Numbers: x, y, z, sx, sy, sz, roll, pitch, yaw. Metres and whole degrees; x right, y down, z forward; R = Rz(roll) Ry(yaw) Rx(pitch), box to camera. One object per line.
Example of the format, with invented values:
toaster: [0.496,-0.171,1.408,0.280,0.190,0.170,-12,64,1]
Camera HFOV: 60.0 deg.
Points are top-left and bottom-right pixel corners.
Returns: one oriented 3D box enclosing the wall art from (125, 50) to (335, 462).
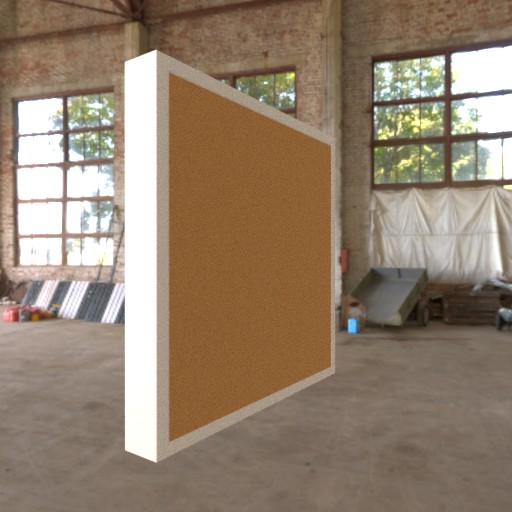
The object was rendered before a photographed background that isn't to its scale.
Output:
wall art: [0.000,0.000,0.462,0.037,0.305,0.305,0,0,35]
